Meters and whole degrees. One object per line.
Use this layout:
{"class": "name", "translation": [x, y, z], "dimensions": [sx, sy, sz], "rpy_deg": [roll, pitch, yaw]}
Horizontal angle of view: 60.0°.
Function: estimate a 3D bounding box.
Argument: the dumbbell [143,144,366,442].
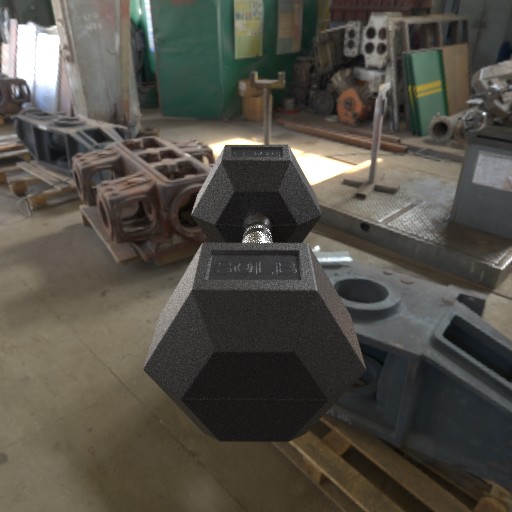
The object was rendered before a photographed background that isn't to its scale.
{"class": "dumbbell", "translation": [0.000, 0.000, 0.406], "dimensions": [0.142, 0.123, 0.337], "rpy_deg": [0, 30, 0]}
